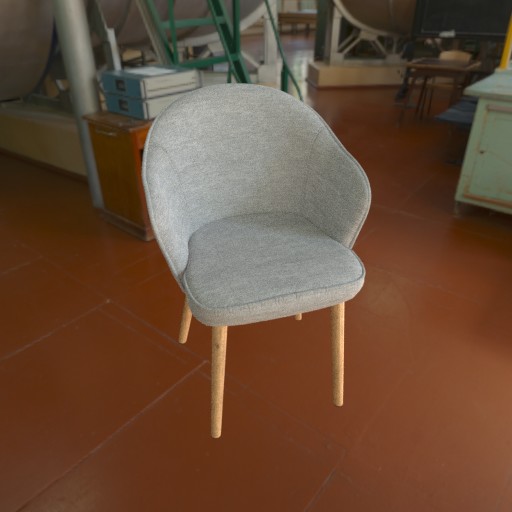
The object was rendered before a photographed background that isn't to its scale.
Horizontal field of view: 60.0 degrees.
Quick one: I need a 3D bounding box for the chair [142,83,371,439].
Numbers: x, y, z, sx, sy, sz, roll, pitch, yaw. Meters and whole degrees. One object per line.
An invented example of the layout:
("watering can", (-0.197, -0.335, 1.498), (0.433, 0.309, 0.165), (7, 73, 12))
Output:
("chair", (0.000, 0.000, 1.205), (0.540, 0.800, 0.530), (-9, 32, -14))
